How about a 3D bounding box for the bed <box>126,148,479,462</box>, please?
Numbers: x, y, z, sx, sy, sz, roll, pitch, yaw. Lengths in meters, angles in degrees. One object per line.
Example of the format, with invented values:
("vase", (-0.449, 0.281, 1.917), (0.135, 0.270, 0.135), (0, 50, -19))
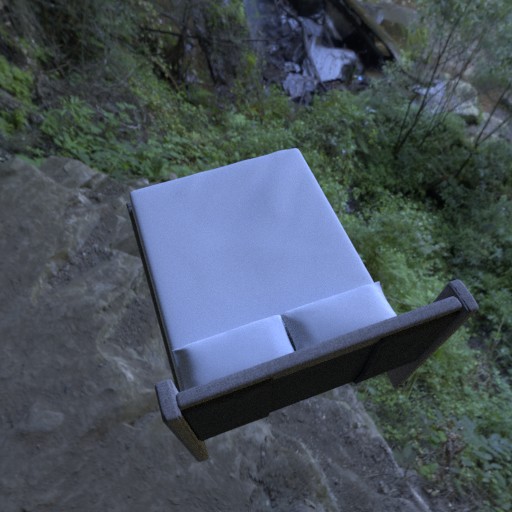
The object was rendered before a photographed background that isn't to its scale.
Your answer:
("bed", (0.000, 0.000, 3.350), (1.714, 1.476, 2.245), (-17, 60, -10))
